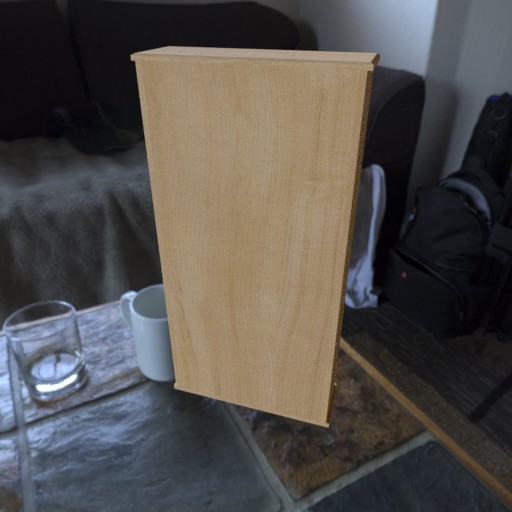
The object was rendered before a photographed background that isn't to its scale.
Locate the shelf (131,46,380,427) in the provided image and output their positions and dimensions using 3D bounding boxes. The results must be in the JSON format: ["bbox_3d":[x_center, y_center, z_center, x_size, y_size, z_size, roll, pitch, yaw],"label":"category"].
[{"bbox_3d":[0.000,0.000,1.232,0.520,1.030,0.175,9,32,15],"label":"shelf"}]
